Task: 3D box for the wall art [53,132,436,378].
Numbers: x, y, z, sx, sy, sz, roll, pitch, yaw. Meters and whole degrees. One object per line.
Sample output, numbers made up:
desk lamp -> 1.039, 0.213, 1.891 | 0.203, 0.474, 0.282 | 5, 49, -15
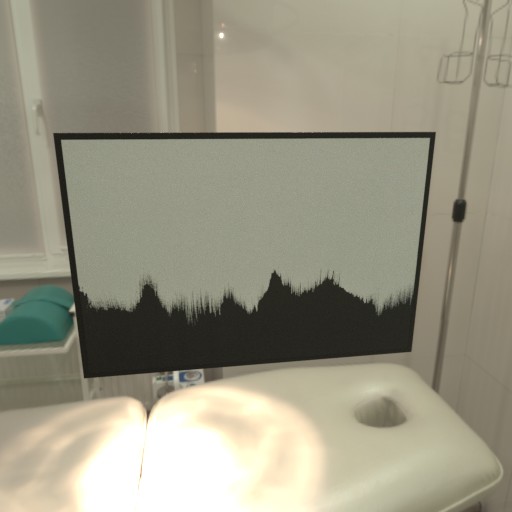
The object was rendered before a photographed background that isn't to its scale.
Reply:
wall art -> 0.000, 0.000, 0.829 | 0.659, 0.446, 0.022 | -3, 17, -9
